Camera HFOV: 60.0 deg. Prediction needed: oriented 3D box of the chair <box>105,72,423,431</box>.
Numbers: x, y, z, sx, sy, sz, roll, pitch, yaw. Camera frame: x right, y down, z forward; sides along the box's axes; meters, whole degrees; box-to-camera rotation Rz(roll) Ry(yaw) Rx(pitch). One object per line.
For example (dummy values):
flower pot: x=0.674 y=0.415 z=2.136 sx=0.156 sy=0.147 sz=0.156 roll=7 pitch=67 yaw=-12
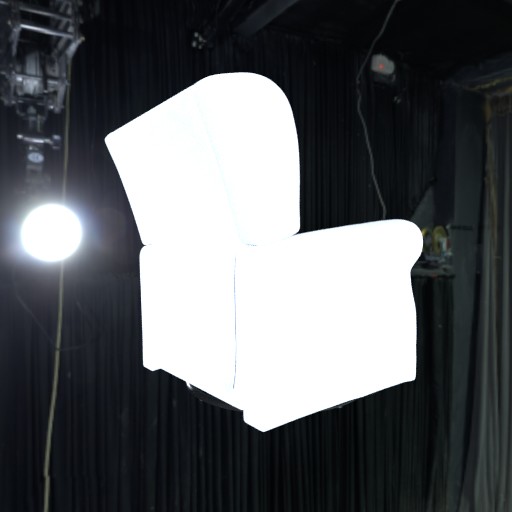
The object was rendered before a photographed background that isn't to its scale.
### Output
chair: x=0.000 y=0.000 z=1.622 sx=0.854 sy=0.967 sz=0.906 roll=-1 pitch=2 yaw=-37
